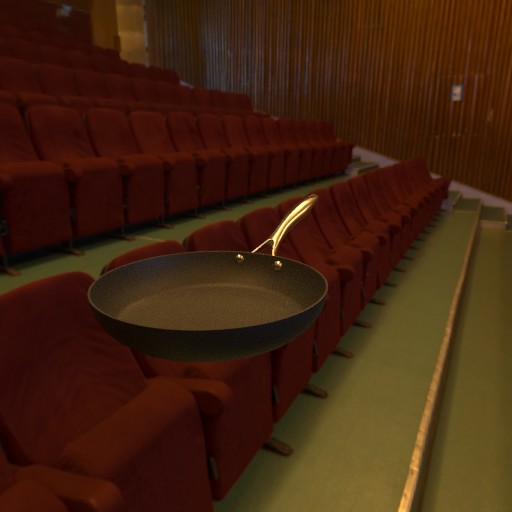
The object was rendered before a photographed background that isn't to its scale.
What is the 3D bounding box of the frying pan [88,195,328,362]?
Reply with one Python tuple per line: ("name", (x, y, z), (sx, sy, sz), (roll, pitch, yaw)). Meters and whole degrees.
("frying pan", (0.000, 0.000, 0.581), (0.255, 0.105, 0.472), (8, 17, 26))
